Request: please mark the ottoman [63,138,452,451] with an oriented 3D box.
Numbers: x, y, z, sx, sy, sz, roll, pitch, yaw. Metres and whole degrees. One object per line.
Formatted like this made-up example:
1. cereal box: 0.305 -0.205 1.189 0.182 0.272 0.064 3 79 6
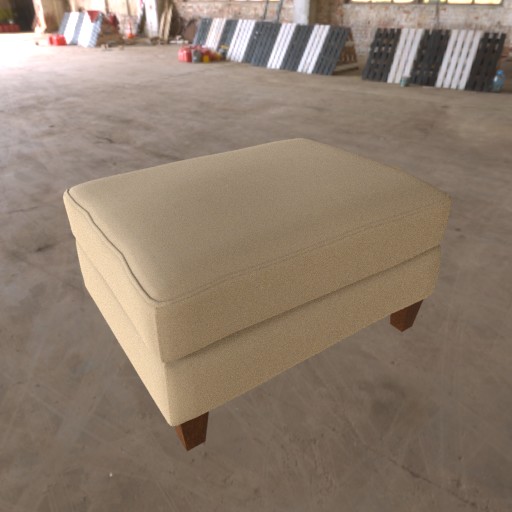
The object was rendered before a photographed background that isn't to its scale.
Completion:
1. ottoman: 0.000 0.000 1.215 0.818 0.485 0.634 -19 36 -29
